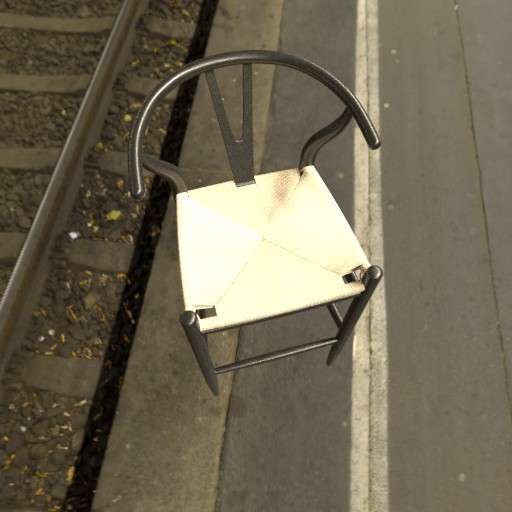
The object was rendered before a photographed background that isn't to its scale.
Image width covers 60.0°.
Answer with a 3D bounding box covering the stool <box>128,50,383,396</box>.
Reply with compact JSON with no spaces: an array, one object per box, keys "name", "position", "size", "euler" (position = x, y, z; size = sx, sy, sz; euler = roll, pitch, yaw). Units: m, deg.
[{"name":"stool","position":[0.000,0.000,1.413],"size":[0.569,1.072,0.579],"euler":[-13,63,-7]}]
